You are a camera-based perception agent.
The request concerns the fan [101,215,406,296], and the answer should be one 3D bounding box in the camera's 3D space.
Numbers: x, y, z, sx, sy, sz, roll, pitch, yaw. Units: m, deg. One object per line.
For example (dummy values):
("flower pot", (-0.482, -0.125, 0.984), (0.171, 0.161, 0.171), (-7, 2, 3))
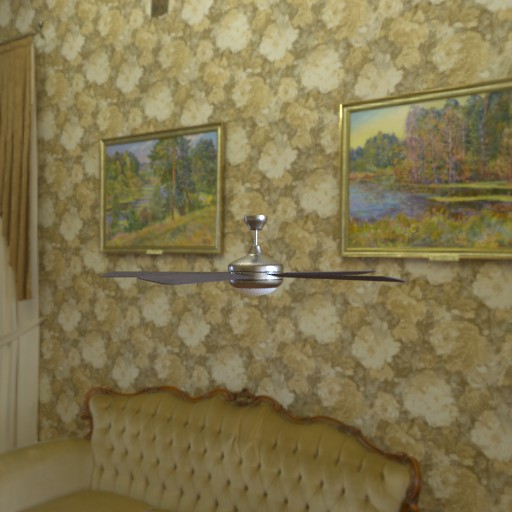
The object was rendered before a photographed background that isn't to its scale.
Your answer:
("fan", (0.000, 0.000, 1.988), (1.321, 0.356, 1.321), (0, -1, -19))
